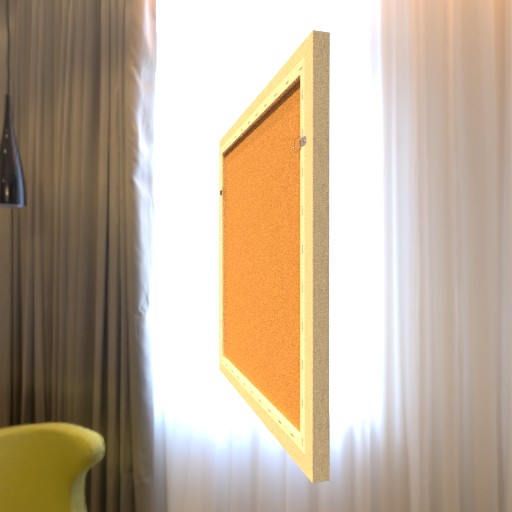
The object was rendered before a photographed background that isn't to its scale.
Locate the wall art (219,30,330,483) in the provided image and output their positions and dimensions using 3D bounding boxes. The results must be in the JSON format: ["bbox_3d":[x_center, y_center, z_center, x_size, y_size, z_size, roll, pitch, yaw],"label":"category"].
[{"bbox_3d":[0.000,0.000,1.484,0.045,1.016,1.016,0,0,-17],"label":"wall art"}]
